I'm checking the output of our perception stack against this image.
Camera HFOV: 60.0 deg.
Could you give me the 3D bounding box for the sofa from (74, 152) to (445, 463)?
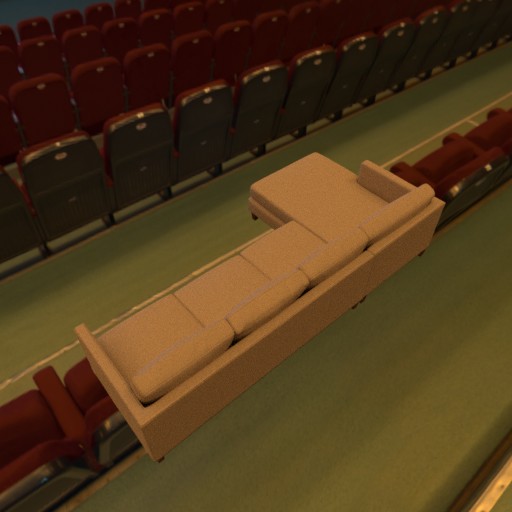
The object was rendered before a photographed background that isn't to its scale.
[{"bbox_3d":[0.000,0.000,3.912,3.186,0.846,1.625,-32,54,-27],"label":"sofa"}]
